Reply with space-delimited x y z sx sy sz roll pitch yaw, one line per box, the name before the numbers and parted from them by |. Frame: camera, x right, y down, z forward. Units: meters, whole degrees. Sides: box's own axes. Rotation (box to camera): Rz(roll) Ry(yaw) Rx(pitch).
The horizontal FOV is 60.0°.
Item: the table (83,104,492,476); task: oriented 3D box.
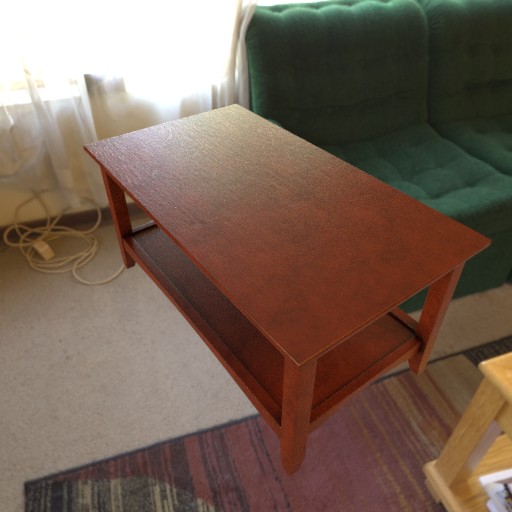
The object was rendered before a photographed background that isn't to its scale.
table | 0.000 0.000 1.241 0.533 0.456 0.943 -25 46 -27
